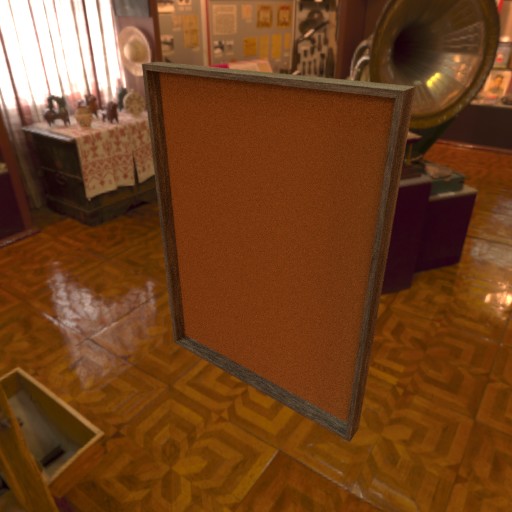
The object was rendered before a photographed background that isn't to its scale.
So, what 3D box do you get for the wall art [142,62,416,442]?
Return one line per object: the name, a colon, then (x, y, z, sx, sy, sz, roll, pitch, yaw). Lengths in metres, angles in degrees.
wall art: (0.000, 0.000, 1.323, 0.762, 1.016, 0.063, 20, 35, 32)
